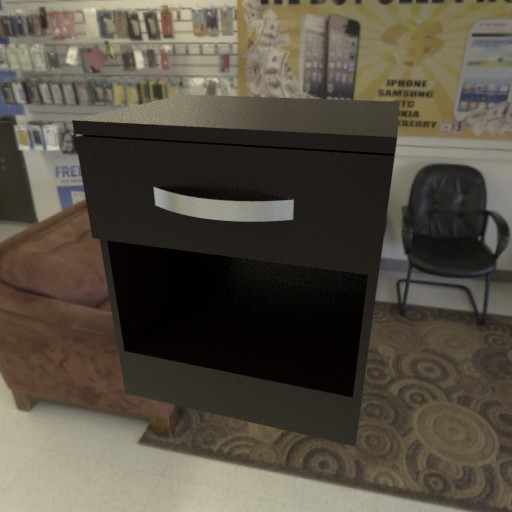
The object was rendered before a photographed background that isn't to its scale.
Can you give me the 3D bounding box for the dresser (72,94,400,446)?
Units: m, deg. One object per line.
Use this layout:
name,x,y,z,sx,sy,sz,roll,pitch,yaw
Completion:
dresser,0.000,0.000,0.748,0.400,0.470,0.360,7,27,15
